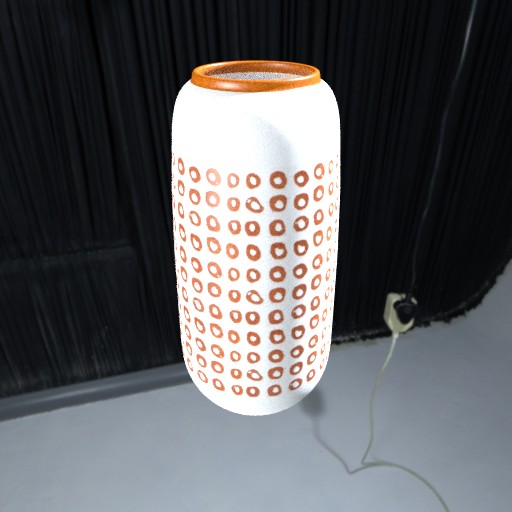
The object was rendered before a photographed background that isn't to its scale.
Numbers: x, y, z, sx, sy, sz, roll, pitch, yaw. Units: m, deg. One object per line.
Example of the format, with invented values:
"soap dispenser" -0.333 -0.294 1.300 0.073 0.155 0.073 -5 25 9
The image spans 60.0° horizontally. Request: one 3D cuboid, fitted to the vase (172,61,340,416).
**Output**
"vase" 0.000 0.000 0.359 0.133 0.282 0.133 0 31 0
